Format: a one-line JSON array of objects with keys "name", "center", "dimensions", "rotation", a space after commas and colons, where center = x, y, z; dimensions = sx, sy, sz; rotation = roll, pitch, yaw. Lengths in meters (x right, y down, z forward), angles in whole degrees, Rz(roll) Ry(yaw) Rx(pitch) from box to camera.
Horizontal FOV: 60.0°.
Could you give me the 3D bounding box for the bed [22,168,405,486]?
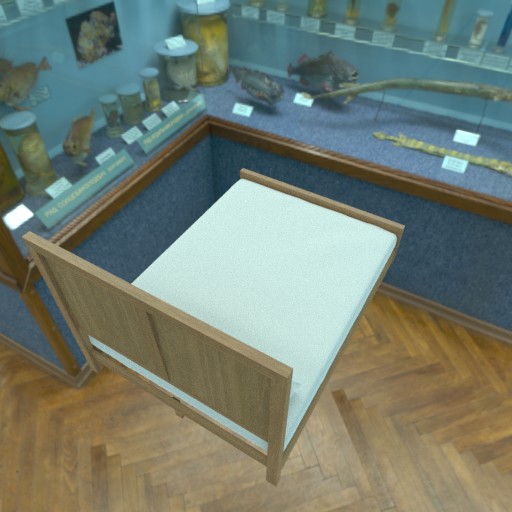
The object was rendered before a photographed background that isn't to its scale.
[{"name": "bed", "center": [0.000, 0.000, 3.226], "dimensions": [1.606, 1.387, 2.184], "rotation": [23, 51, 21]}]
